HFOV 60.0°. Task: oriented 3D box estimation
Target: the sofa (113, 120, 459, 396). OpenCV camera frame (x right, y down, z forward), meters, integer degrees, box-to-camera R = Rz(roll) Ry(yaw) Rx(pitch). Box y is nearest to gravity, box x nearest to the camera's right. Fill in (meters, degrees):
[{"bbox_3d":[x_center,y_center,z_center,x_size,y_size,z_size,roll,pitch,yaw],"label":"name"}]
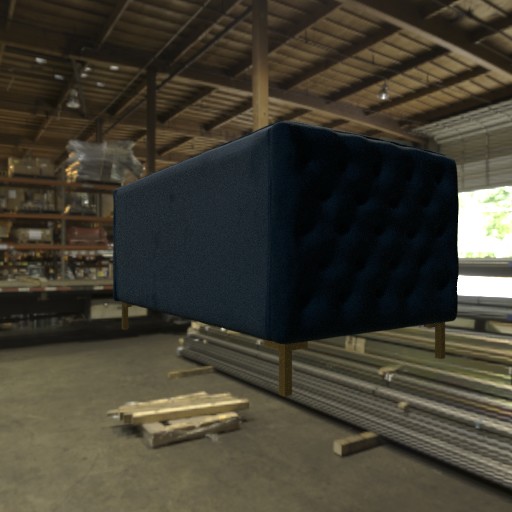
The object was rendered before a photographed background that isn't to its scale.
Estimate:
[{"bbox_3d":[0.000,0.000,2.113,0.909,0.810,1.583,0,0,-35],"label":"sofa"}]
